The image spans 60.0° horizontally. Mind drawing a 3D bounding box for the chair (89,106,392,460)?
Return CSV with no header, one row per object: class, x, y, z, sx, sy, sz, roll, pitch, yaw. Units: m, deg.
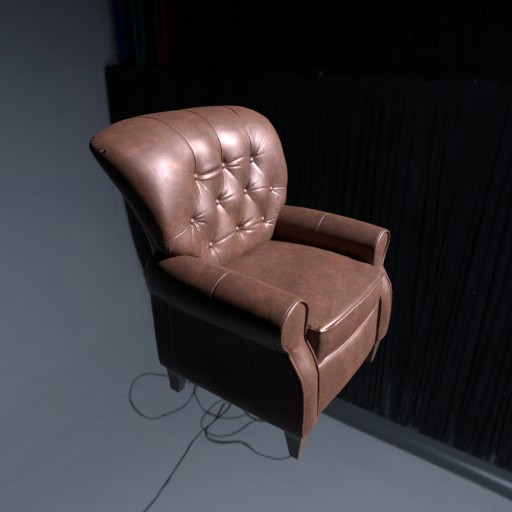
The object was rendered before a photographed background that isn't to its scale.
chair,0.000,0.000,1.924,1.031,1.162,0.979,17,30,32
